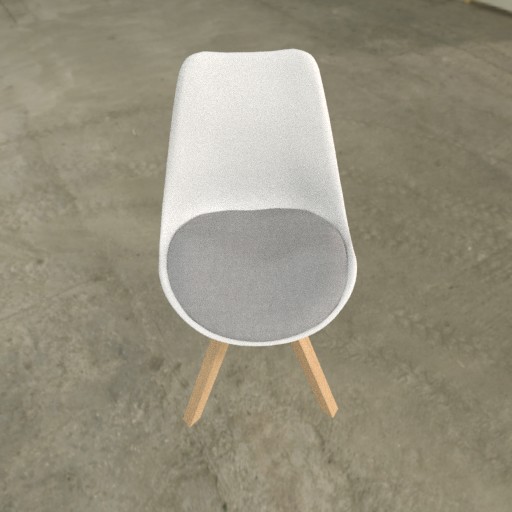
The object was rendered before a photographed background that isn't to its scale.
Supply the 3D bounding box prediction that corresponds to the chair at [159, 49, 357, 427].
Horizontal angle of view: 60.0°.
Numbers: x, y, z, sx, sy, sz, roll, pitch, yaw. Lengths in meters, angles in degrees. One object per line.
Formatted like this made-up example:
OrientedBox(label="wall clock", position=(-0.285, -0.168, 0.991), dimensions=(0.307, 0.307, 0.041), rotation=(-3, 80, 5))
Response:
OrientedBox(label="chair", position=(0.000, 0.000, 1.158), dimensions=(0.485, 0.850, 0.550), rotation=(-3, 46, -3))
